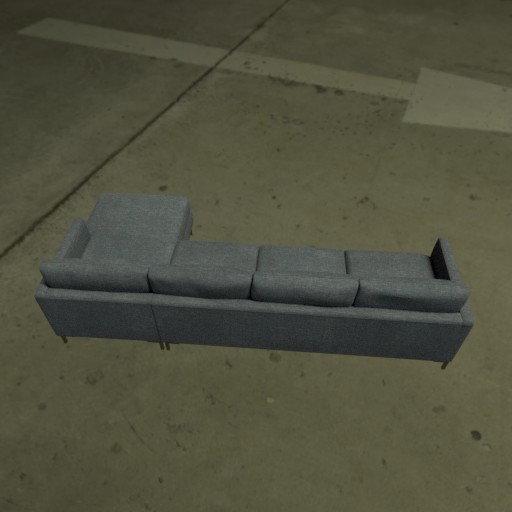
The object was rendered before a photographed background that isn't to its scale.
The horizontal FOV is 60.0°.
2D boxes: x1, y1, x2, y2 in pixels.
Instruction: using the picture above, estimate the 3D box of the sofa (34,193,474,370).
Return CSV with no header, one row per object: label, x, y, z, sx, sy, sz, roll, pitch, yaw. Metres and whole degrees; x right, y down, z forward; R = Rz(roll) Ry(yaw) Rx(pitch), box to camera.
sofa,0.000,0.000,3.466,2.932,0.810,1.350,3,46,3
